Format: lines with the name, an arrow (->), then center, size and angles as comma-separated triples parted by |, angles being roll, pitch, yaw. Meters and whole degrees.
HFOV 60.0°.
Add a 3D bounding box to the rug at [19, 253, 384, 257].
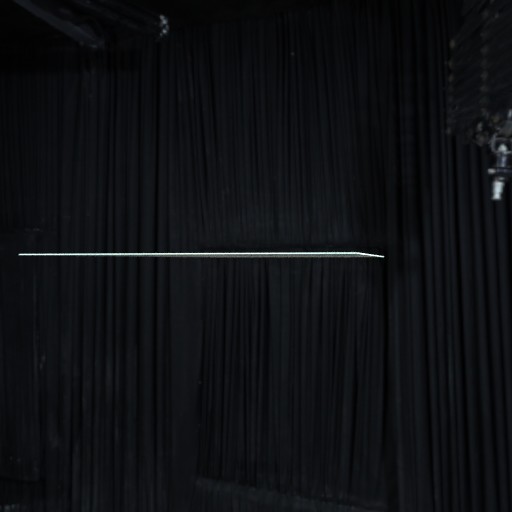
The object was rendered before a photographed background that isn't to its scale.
rug -> 0.000, 0.000, 2.904 | 1.566, 0.004, 2.363 | 0, 0, 19
